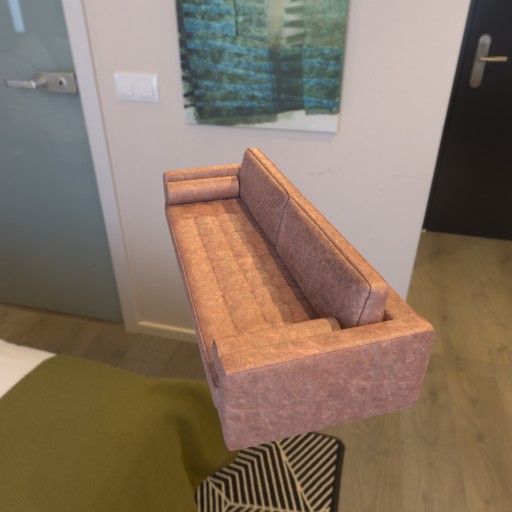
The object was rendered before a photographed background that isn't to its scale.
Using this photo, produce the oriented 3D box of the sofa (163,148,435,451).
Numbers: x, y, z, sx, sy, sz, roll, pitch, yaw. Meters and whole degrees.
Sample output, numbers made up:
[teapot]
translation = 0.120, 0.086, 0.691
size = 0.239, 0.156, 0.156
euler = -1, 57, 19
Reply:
[sofa]
translation = 0.000, 0.000, 2.687
size = 0.914, 0.762, 2.210
euler = -8, 32, -14
